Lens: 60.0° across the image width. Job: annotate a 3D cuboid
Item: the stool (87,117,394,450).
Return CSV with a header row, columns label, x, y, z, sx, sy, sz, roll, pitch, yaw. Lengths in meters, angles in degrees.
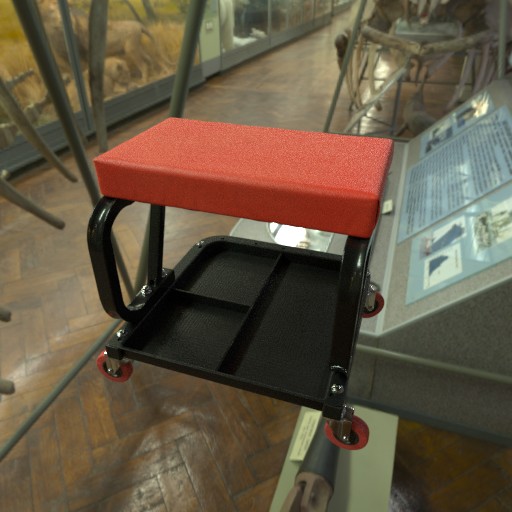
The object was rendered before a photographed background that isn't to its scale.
label,x,y,z,sx,sy,sz,roll,pitch,yaw
stool,0.000,0.000,0.727,0.446,0.380,0.371,10,34,16
